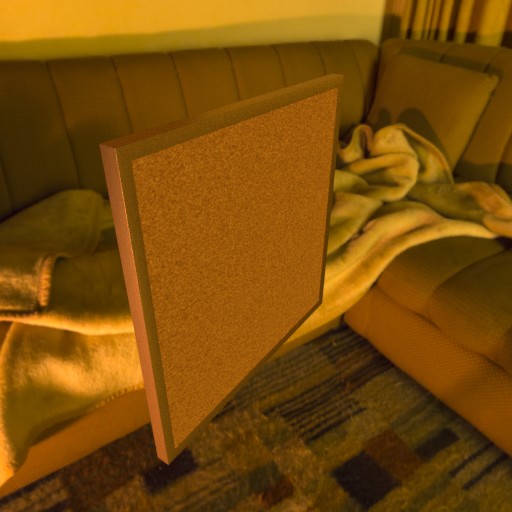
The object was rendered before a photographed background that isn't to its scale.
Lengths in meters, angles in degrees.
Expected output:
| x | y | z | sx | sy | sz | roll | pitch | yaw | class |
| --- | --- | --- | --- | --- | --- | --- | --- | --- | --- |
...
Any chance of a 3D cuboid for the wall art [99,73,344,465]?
| x | y | z | sx | sy | sz | roll | pitch | yaw | class |
| --- | --- | --- | --- | --- | --- | --- | --- | --- | --- |
| 0.000 | 0.000 | 1.126 | 0.036 | 0.765 | 0.767 | 20 | 37 | 30 | wall art |
